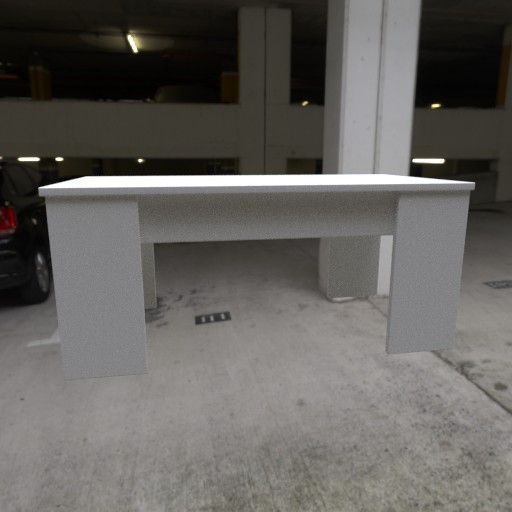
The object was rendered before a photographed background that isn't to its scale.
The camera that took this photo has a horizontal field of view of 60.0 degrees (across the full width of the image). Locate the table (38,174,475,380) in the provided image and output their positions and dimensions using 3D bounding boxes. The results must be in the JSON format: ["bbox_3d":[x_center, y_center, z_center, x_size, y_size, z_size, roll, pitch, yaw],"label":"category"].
[{"bbox_3d":[0.000,0.000,1.287,1.000,0.440,0.500,-2,13,-10],"label":"table"}]
